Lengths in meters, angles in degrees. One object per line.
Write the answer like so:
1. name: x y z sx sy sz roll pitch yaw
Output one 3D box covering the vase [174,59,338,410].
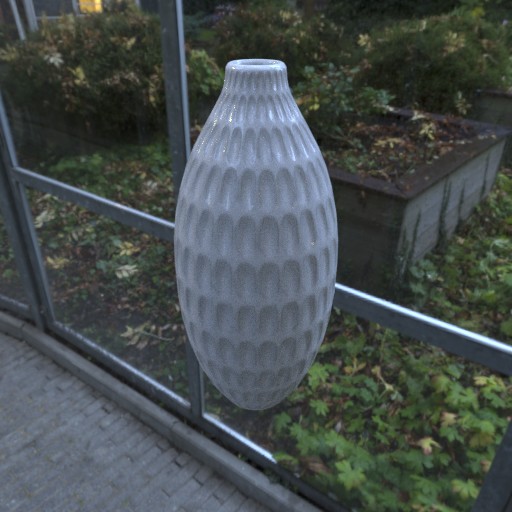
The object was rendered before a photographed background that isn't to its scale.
1. vase: 0.000 0.000 0.350 0.127 0.282 0.127 0 30 0
